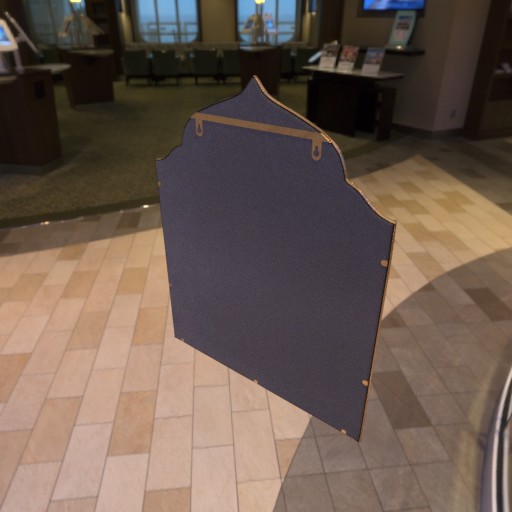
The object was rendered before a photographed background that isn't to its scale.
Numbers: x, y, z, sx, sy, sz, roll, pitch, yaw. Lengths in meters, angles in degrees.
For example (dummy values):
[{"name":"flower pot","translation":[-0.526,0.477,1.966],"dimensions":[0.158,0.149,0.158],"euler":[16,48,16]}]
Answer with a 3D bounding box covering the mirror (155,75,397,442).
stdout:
[{"name":"mirror","translation":[0.000,0.000,0.836],"dimensions":[0.513,0.635,0.018],"euler":[21,35,33]}]
